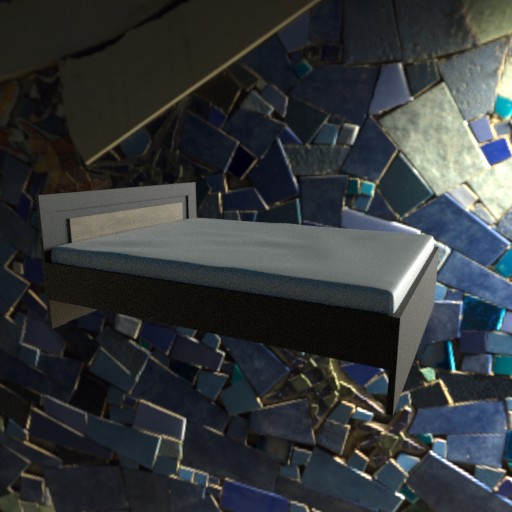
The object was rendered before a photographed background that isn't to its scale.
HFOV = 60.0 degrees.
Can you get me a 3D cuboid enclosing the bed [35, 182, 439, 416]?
[{"bbox_3d":[0.000,0.000,2.879,2.073,0.823,1.585,6,14,26],"label":"bed"}]
